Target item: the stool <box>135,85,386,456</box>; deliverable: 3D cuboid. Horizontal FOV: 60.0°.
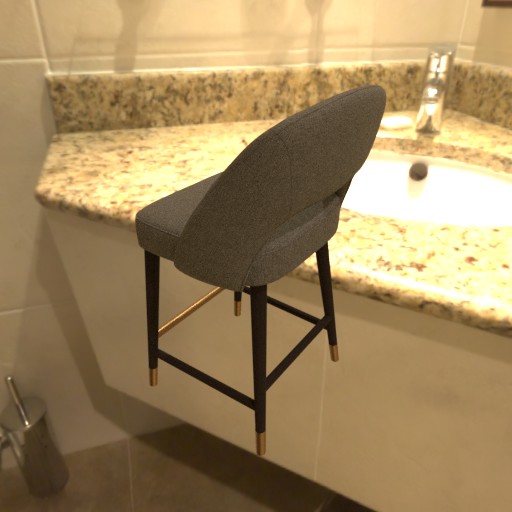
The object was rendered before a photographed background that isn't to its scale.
[{"bbox_3d":[0.000,0.000,1.223,0.524,0.925,0.536,20,36,30],"label":"stool"}]
